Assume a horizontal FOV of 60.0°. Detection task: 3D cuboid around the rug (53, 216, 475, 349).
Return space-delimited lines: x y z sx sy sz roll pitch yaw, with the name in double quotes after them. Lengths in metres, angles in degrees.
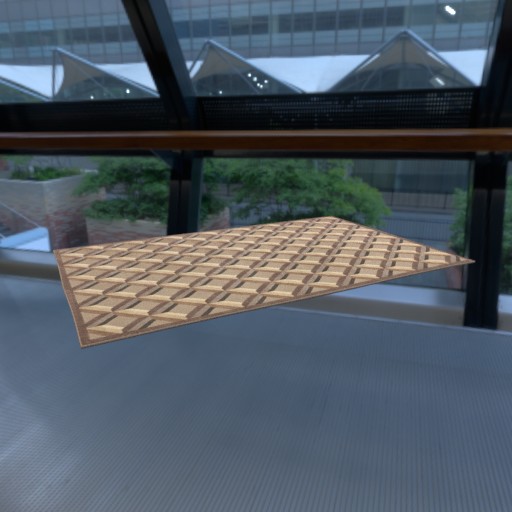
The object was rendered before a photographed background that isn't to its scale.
0.000 0.000 2.072 1.677 0.011 1.066 -9 20 -26 "rug"
